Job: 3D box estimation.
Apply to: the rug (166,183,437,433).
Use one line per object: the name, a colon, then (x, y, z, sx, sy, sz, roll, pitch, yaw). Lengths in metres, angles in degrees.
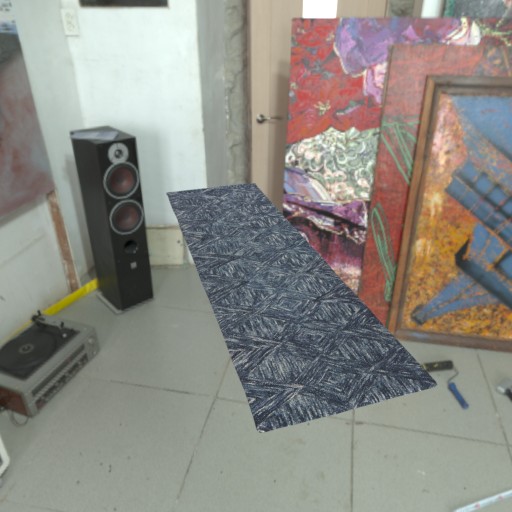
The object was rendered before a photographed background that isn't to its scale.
rug: (0.000, 0.000, 2.511, 0.719, 0.013, 2.306, -9, 30, -15)
